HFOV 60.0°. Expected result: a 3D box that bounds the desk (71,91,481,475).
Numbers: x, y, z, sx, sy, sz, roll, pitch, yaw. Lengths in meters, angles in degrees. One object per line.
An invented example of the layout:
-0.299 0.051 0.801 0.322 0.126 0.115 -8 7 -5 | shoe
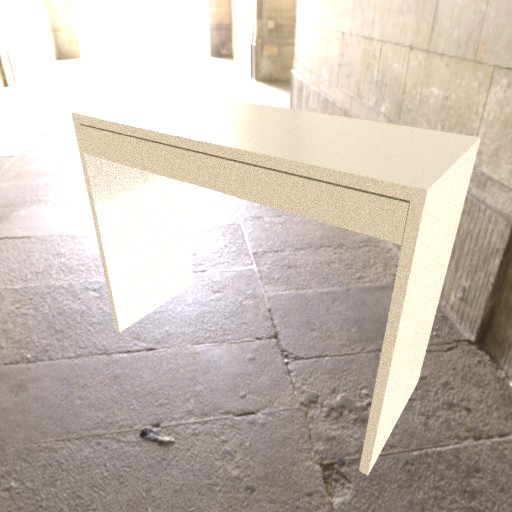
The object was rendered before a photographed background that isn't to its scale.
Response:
0.000 0.000 1.341 1.000 0.790 0.400 20 36 30 | desk
